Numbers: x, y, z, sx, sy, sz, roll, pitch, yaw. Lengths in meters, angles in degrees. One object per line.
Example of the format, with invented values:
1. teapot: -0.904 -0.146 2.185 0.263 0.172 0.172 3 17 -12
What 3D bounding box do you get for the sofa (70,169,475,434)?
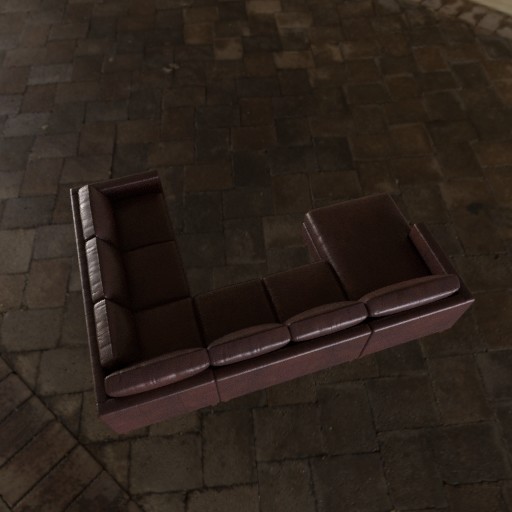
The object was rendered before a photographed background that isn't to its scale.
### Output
1. sofa: 0.000 0.000 4.533 3.324 0.891 2.452 -15 58 -10
